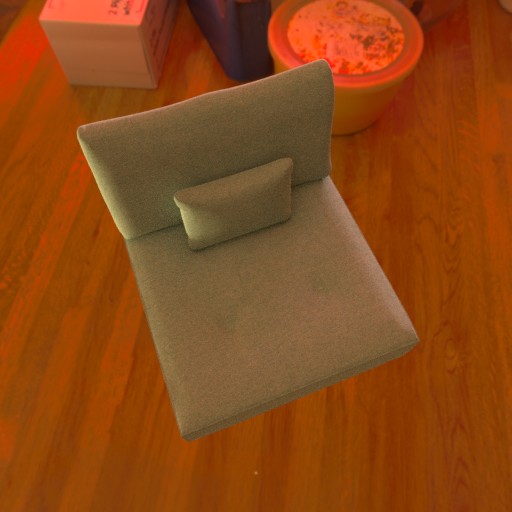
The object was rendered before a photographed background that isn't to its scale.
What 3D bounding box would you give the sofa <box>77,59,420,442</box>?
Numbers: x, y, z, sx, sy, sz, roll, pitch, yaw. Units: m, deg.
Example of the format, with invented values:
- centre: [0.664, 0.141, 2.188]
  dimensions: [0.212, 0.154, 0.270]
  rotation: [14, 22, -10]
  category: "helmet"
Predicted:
- centre: [0.000, 0.000, 1.677]
  dimensions: [0.930, 0.820, 1.000]
  rotation: [-19, 65, -9]
  category: "sofa"
